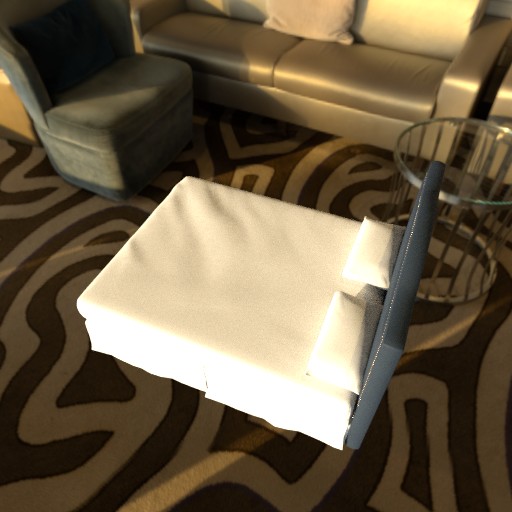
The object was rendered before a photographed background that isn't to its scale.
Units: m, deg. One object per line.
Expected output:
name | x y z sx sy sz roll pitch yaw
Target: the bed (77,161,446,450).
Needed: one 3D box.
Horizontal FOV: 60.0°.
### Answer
bed | 0.000 0.000 3.447 2.282 1.436 1.821 17 49 16
